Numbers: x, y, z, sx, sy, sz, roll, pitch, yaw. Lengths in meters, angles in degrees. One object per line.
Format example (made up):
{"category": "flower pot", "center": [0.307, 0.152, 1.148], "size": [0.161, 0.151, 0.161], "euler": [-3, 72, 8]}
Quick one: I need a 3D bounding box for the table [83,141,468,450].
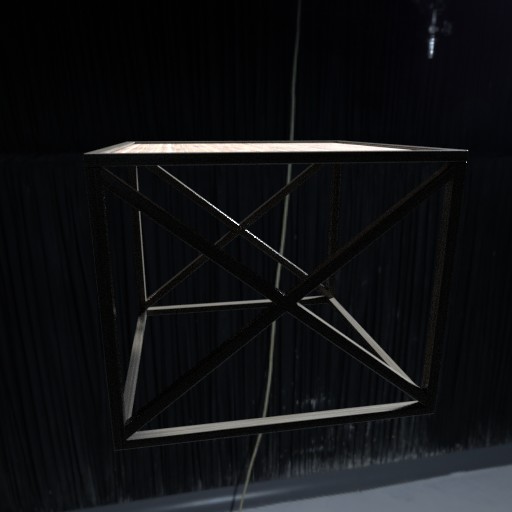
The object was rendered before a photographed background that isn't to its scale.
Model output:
{"category": "table", "center": [0.000, 0.000, 1.044], "size": [0.611, 0.507, 0.609], "euler": [-3, 16, -10]}
